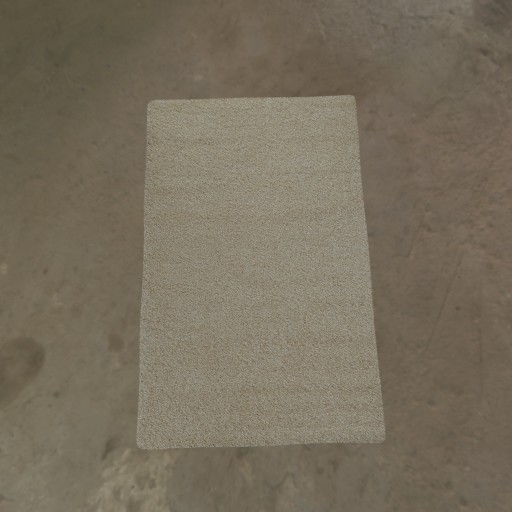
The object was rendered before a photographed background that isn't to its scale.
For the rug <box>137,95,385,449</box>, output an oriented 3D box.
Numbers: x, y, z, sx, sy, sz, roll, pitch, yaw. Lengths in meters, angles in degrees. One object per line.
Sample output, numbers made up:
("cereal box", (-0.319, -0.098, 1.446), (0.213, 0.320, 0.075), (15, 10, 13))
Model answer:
("rug", (0.000, 0.000, 2.938), (1.500, 0.026, 2.349), (-2, 77, 0))
